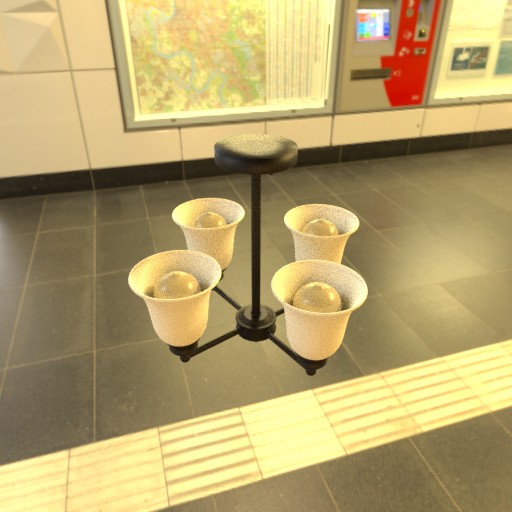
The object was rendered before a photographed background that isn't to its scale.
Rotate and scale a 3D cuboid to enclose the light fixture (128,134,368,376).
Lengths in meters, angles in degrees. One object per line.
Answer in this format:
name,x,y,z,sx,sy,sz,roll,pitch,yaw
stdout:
light fixture,0.000,0.000,1.833,1.069,0.925,1.069,-21,37,-31
